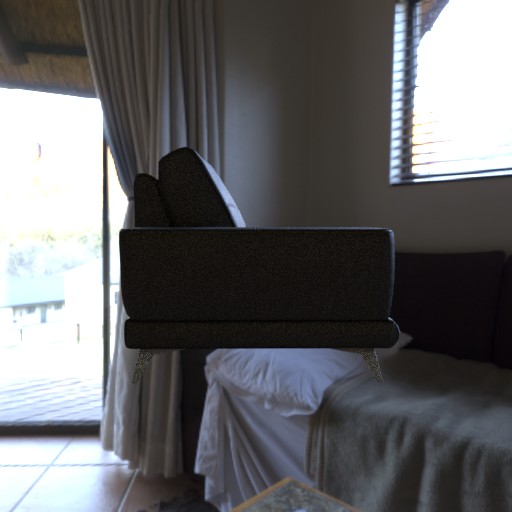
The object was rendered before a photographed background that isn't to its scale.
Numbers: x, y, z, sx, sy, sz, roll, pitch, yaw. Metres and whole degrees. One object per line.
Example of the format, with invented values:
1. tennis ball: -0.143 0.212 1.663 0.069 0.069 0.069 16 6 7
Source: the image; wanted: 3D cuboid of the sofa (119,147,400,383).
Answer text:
1. sofa: 0.000 0.000 2.443 1.018 0.907 1.806 0 1 -1
